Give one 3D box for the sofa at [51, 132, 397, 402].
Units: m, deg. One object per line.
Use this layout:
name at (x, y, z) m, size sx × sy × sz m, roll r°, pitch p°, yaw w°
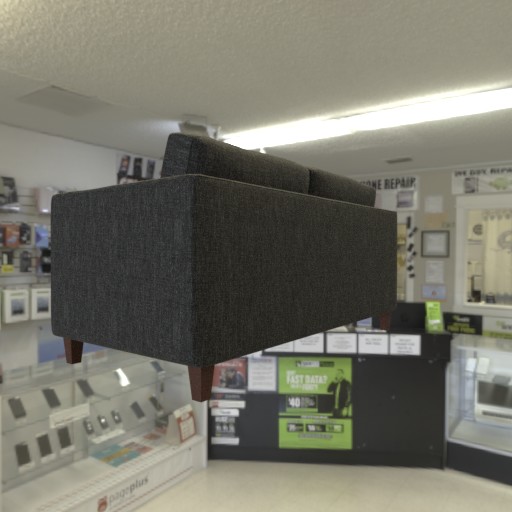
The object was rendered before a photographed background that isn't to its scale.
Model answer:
sofa at (0.000, 0.000, 2.443) m, size 0.950 × 0.963 × 1.884 m, roll 1°, pitch 1°, yaw 37°
